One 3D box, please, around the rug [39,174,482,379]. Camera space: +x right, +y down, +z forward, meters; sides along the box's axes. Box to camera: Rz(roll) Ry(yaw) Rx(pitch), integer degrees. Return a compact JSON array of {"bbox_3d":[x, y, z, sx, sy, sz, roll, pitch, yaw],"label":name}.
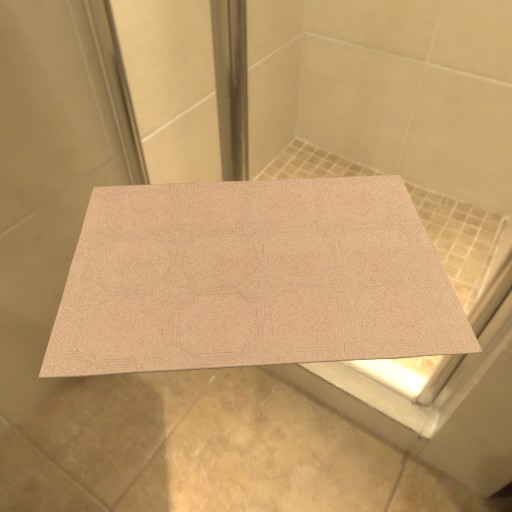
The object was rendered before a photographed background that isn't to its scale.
[{"bbox_3d":[0.000,0.000,2.241,1.839,0.009,1.236,-3,47,-3],"label":"rug"}]
